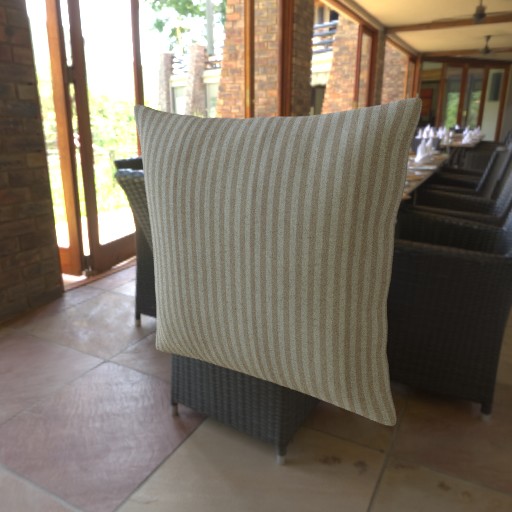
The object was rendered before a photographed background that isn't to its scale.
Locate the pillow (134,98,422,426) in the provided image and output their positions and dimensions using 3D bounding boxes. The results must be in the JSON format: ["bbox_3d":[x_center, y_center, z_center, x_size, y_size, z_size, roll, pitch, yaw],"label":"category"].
[{"bbox_3d":[0.000,0.000,0.774,0.523,0.510,0.166,10,19,30],"label":"pillow"}]
